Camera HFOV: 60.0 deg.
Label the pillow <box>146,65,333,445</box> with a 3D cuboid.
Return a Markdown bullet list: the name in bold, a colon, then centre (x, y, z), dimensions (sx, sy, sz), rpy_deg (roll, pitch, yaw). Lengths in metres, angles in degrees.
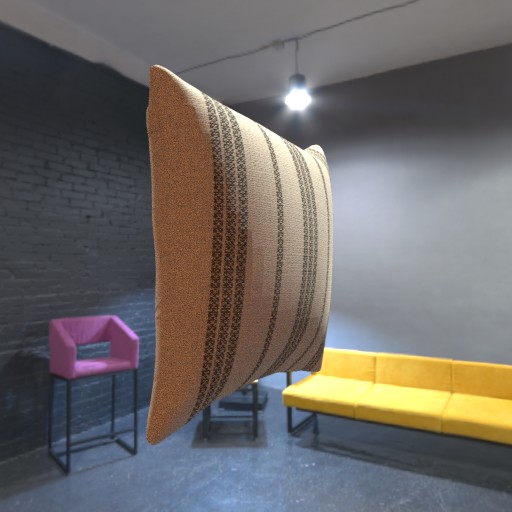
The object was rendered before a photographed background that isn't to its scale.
- **pillow**: centre (0.000, 0.000, 0.634), dimensions (0.173, 0.406, 0.405), rpy_deg (-1, -1, 34)
